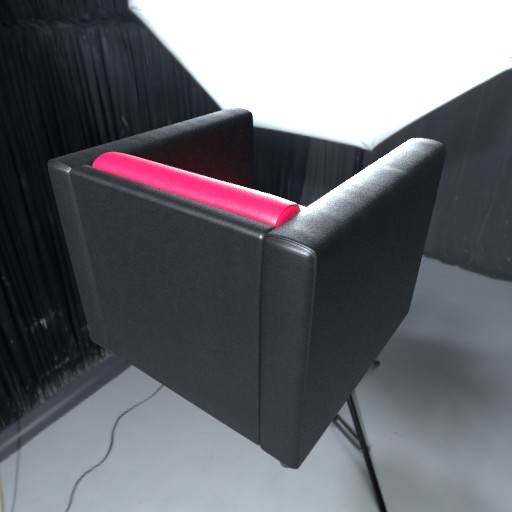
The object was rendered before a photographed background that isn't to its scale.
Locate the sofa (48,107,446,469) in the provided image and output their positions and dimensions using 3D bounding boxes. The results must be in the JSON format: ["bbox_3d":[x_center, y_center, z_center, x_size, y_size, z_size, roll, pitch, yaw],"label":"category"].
[{"bbox_3d":[0.000,0.000,1.427,0.839,0.724,0.809,21,36,31],"label":"sofa"}]
